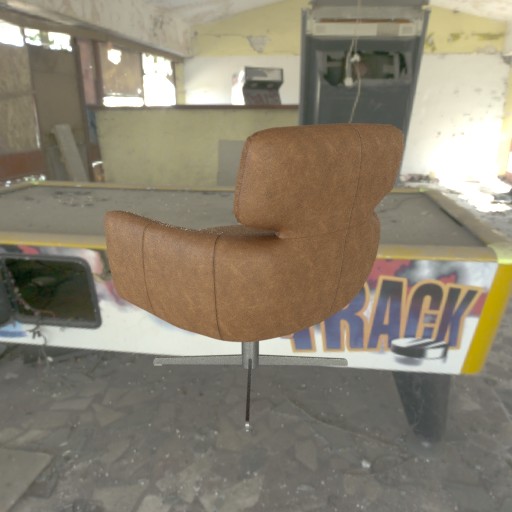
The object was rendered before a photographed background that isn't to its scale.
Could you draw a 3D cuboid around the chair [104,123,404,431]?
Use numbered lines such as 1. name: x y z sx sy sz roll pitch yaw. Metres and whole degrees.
1. chair: 0.000 0.000 1.396 0.706 0.812 0.715 -17 24 -42
